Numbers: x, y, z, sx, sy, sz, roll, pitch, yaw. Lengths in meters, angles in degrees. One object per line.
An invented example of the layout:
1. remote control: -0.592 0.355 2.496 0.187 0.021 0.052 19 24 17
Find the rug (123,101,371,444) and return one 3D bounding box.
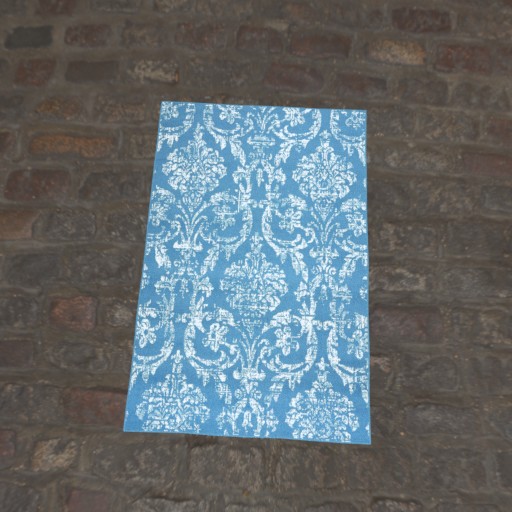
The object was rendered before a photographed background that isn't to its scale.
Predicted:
1. rug: 0.000 0.000 2.386 1.211 0.012 1.833 3 76 1
